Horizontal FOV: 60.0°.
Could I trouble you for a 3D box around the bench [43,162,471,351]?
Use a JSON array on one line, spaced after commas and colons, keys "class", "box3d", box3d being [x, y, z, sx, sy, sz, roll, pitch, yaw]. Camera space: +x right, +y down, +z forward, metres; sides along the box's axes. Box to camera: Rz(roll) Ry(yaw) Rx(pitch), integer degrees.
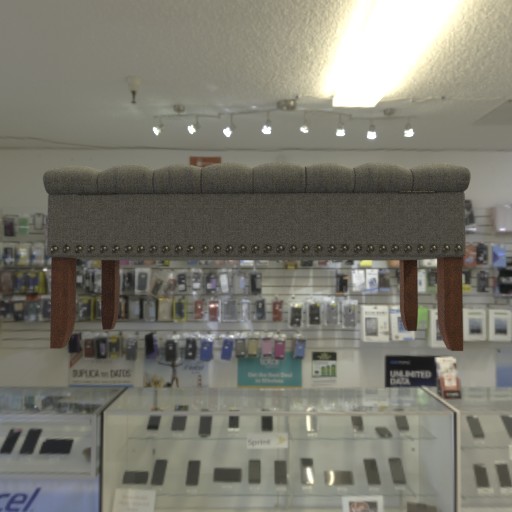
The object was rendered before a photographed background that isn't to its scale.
[{"class": "bench", "box3d": [0.000, 0.000, 1.279, 1.052, 0.470, 0.417, 0, -2, 2]}]
